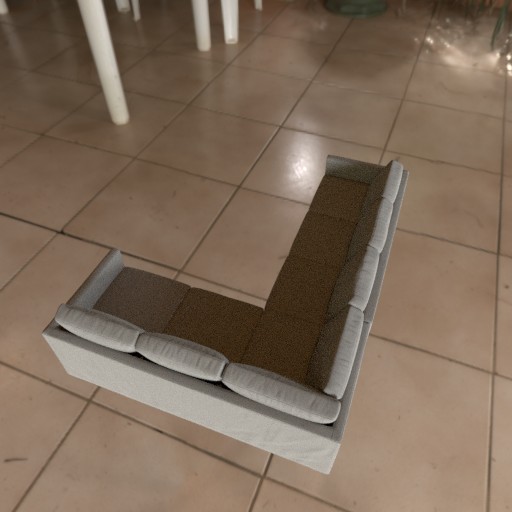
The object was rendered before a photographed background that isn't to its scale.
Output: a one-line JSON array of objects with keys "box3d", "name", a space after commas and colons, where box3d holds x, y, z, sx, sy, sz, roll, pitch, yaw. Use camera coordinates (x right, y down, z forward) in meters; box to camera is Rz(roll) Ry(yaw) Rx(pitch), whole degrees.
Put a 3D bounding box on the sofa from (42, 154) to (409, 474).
[{"box3d": [0.000, 0.000, 4.375, 2.432, 0.871, 3.182, 16, 49, 14], "name": "sofa"}]
